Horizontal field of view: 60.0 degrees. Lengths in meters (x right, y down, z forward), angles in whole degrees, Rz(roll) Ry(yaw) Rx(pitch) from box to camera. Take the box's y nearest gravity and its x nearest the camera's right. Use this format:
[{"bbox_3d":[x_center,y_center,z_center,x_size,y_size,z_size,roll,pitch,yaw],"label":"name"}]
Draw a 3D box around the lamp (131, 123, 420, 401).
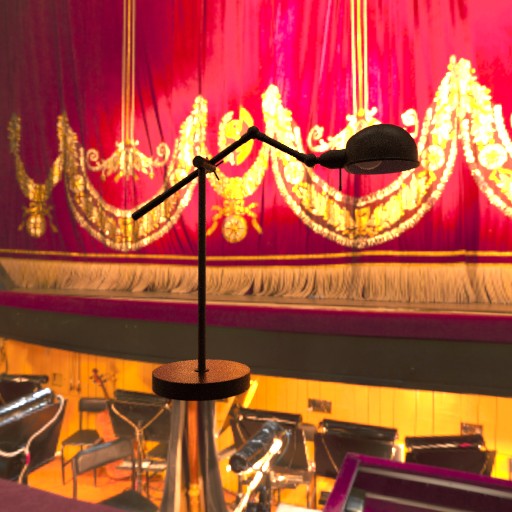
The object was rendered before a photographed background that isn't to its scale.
[{"bbox_3d":[0.000,0.000,0.812,0.567,0.495,0.185,0,-1,19],"label":"lamp"}]
